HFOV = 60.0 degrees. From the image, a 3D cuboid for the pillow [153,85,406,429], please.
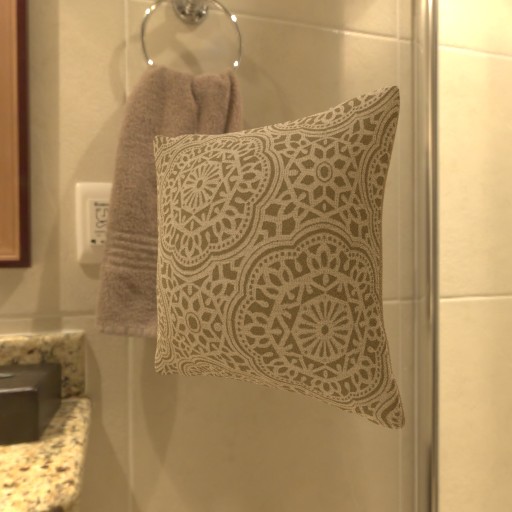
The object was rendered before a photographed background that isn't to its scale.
[{"bbox_3d":[0.000,0.000,0.659,0.438,0.421,0.167,0,0,35],"label":"pillow"}]
